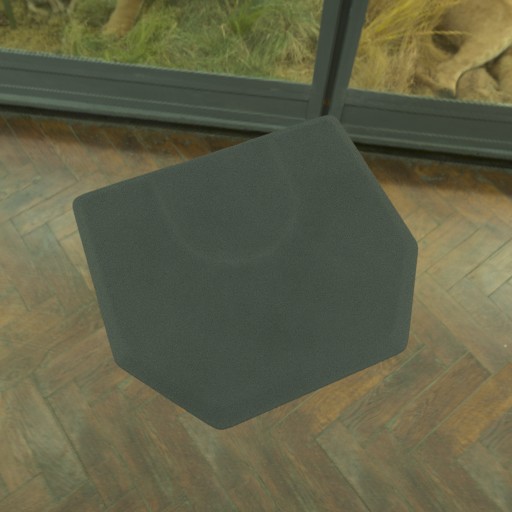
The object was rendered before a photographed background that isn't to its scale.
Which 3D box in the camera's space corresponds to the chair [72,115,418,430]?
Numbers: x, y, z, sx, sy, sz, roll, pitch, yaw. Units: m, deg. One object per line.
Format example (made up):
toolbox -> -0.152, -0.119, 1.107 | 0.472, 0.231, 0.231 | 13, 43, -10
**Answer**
chair -> 0.000, 0.000, 1.927 | 1.372, 0.024, 1.219 | -20, 66, -10
